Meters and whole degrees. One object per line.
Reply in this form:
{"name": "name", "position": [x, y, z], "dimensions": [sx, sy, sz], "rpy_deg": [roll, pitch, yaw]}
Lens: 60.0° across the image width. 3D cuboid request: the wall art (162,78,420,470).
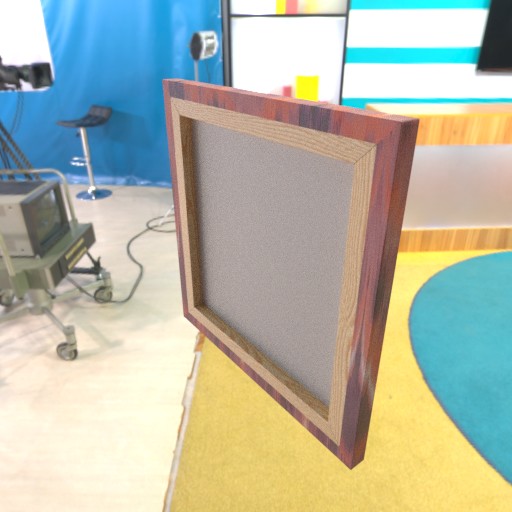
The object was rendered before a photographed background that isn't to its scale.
{"name": "wall art", "position": [0.000, 0.000, 0.877], "dimensions": [0.037, 0.609, 0.603], "rpy_deg": [-19, 33, -33]}
